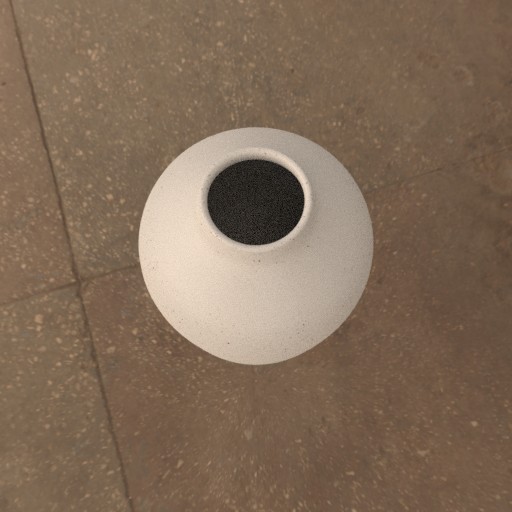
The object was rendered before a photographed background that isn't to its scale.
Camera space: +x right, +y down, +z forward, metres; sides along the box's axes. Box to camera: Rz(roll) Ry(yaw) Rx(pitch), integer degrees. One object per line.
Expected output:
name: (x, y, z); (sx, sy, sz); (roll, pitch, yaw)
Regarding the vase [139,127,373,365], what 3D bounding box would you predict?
vase: (0.000, 0.000, 0.359); (0.169, 0.240, 0.169); (0, 74, 0)
